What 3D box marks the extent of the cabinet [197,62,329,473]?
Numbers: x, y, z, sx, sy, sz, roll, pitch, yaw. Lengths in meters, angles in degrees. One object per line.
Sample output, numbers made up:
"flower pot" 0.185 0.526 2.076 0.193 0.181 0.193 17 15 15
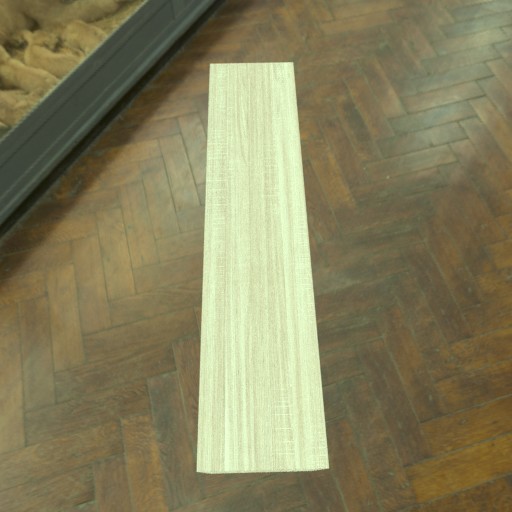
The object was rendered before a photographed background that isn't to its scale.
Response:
"cabinet" 0.000 0.000 2.514 0.500 0.780 2.200 -1 63 -1
